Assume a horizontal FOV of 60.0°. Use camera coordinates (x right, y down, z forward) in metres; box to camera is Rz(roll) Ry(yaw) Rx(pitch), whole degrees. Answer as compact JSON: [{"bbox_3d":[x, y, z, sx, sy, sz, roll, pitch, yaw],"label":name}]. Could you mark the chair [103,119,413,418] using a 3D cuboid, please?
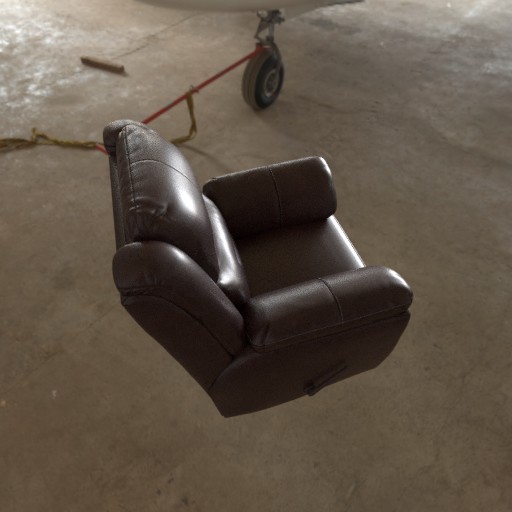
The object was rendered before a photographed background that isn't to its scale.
[{"bbox_3d":[0.000,0.000,1.902,1.041,1.093,0.990,-11,47,-11],"label":"chair"}]
